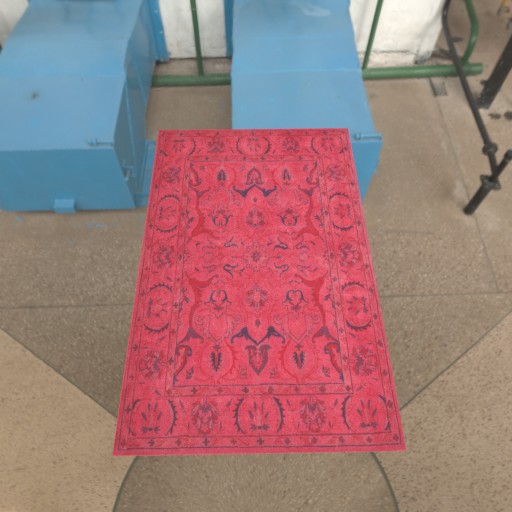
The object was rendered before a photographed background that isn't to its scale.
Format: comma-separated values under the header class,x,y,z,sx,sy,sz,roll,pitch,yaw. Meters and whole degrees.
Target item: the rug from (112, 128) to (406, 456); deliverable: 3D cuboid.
class,x,y,z,sx,sy,sz,roll,pitch,yaw
rug,0.000,0.000,2.948,1.534,0.010,2.423,-1,58,0
